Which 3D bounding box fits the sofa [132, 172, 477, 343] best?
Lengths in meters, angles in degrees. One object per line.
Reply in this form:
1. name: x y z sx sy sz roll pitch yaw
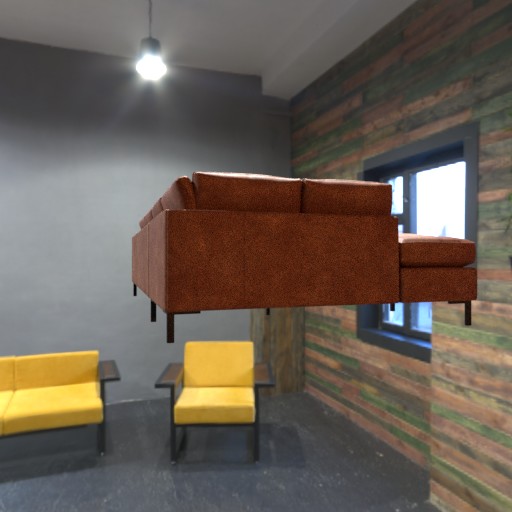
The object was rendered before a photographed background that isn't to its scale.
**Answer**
1. sofa: 0.000 0.000 3.856 1.938 0.877 2.984 0 0 -18
